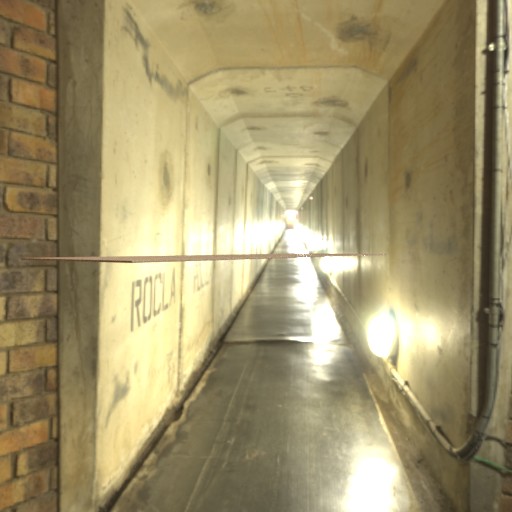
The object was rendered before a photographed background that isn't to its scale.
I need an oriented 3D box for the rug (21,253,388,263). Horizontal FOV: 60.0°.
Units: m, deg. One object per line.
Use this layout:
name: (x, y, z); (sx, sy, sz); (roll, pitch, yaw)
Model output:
rug: (0.000, 0.000, 2.696); (0.762, 0.008, 2.439); (1, 1, 36)
